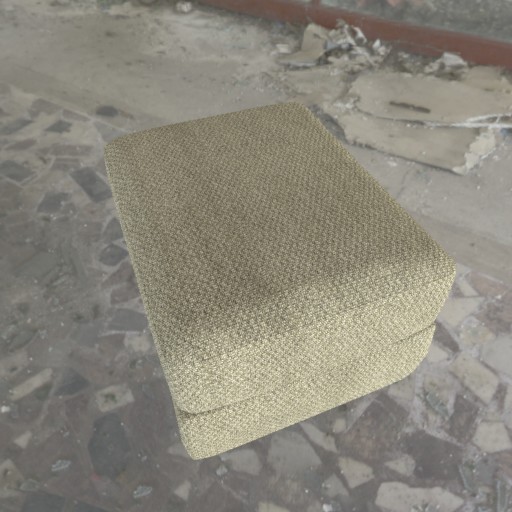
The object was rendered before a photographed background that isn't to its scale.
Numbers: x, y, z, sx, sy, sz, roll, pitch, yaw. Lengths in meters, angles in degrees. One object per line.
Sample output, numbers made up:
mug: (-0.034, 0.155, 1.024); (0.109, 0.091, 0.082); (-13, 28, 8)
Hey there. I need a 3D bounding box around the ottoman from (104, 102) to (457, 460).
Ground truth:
ottoman: (0.000, 0.000, 1.134); (0.603, 0.476, 0.751); (-16, 49, -15)
